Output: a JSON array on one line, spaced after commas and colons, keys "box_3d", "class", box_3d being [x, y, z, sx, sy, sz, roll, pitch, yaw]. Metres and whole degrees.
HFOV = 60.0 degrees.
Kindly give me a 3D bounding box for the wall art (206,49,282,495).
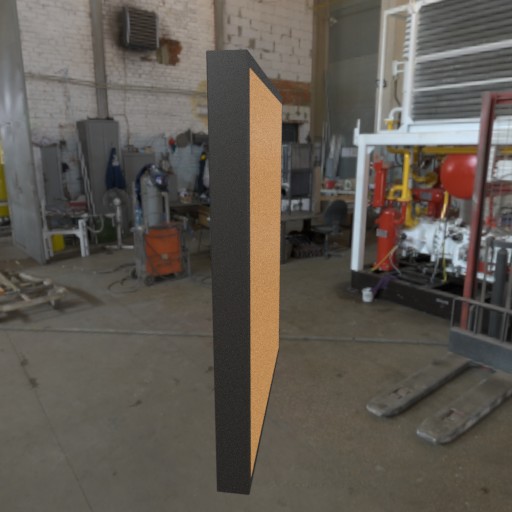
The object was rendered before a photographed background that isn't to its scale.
[{"box_3d": [0.000, 0.000, 0.497, 0.030, 0.369, 0.294, 2, 14, 8], "class": "wall art"}]
